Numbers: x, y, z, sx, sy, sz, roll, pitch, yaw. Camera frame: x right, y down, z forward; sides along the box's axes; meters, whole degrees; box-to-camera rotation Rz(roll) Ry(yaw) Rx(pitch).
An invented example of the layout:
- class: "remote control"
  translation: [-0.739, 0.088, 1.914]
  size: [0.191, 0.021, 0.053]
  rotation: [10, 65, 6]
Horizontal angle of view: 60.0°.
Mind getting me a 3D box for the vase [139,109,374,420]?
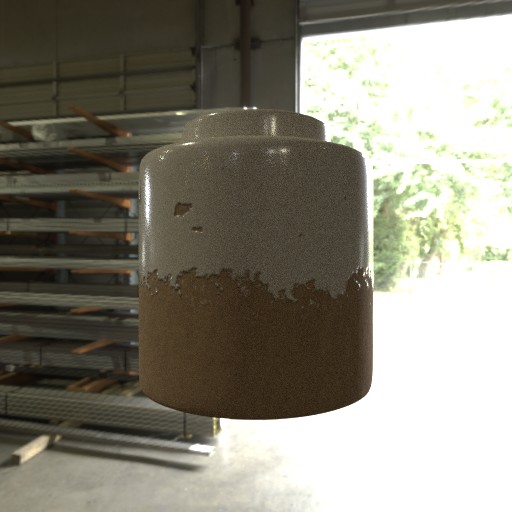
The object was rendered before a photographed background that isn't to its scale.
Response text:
- class: "vase"
  translation: [0.000, 0.000, 0.298]
  size: [0.153, 0.167, 0.153]
  rotation: [0, 0, 0]
